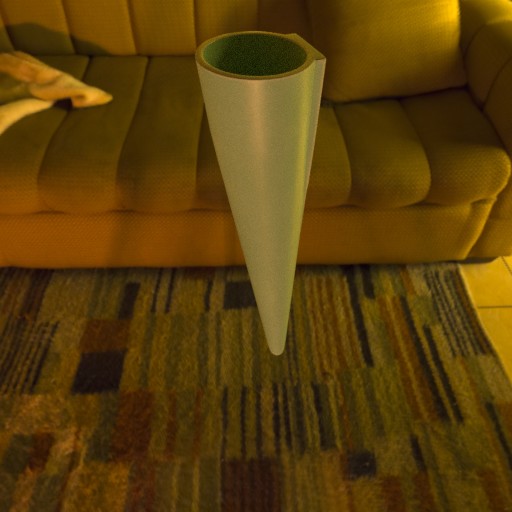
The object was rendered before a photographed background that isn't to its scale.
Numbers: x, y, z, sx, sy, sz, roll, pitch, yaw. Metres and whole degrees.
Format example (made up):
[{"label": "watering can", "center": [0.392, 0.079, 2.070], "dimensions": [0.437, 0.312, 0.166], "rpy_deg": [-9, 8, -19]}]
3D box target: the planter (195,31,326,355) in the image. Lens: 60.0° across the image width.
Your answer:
[{"label": "planter", "center": [0.000, 0.000, 0.297], "dimensions": [0.055, 0.268, 0.054], "rpy_deg": [-17, 49, -15]}]
